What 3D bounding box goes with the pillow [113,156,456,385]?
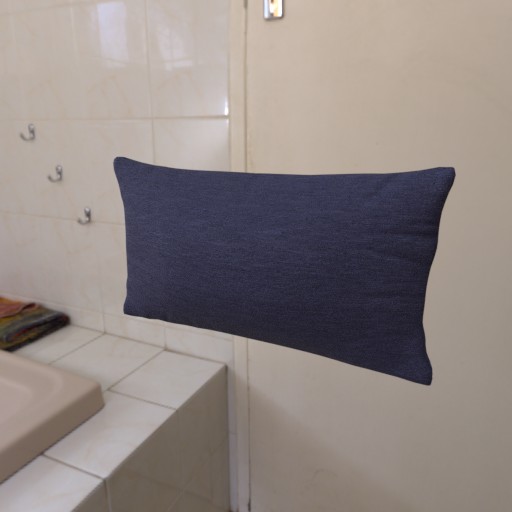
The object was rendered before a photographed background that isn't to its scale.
[{"bbox_3d":[0.000,0.000,0.801,0.633,0.338,0.210,8,17,26],"label":"pillow"}]
